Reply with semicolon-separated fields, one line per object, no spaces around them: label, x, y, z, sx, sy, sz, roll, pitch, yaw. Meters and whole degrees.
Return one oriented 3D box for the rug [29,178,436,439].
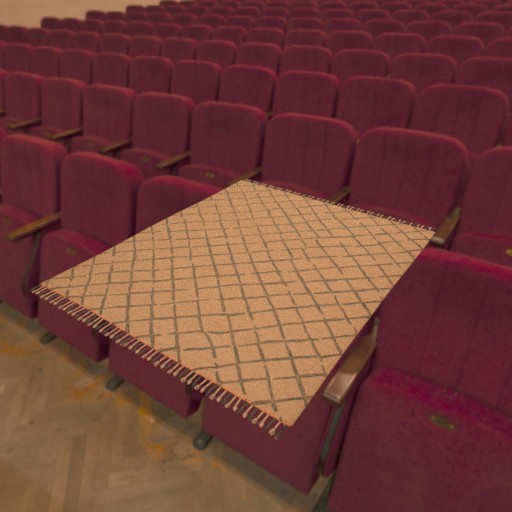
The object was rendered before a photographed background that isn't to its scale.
rug;0.000;0.000;4.823;2.892;0.036;3.585;20;37;29
